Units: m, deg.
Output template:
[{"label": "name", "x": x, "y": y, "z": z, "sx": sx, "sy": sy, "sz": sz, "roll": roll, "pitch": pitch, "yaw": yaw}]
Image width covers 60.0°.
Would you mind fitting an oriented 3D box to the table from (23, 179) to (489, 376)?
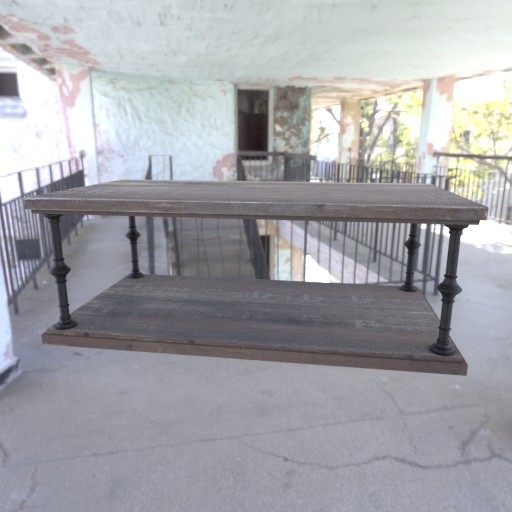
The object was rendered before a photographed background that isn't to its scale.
[{"label": "table", "x": 0.000, "y": 0.000, "z": 1.339, "sx": 1.088, "sy": 0.399, "sz": 0.554, "roll": 2, "pitch": 15, "yaw": 9}]
